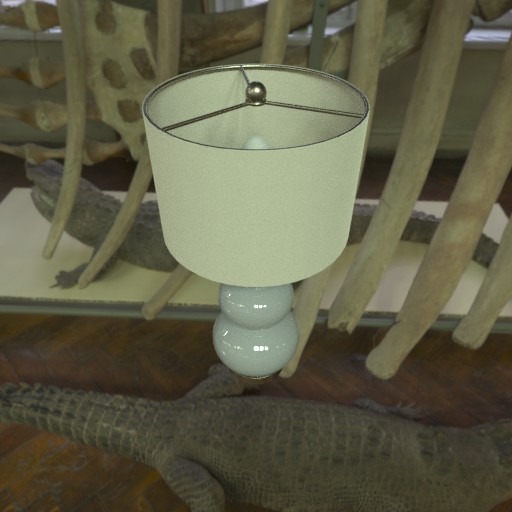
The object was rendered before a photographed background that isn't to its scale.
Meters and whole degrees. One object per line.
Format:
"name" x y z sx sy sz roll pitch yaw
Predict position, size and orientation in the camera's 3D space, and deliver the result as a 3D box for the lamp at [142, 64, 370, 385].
"lamp" 0.000 0.000 0.945 0.367 0.730 0.367 2 40 2
